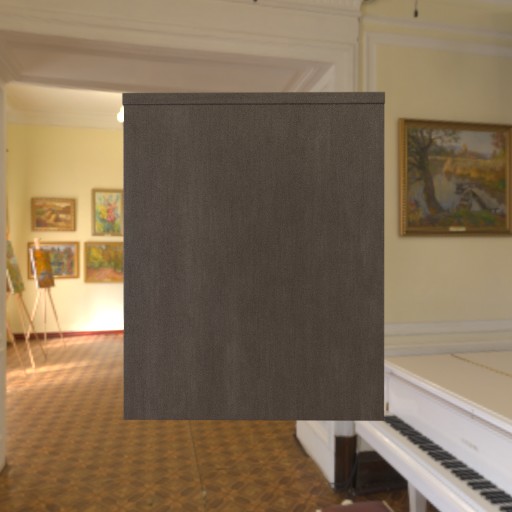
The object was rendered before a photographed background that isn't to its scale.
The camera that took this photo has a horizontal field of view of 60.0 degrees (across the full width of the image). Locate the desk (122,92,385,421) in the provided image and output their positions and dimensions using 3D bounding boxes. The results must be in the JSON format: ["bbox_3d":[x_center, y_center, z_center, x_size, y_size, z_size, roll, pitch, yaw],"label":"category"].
[{"bbox_3d":[0.000,0.000,1.561,0.600,0.750,1.100,0,0,1],"label":"desk"}]
